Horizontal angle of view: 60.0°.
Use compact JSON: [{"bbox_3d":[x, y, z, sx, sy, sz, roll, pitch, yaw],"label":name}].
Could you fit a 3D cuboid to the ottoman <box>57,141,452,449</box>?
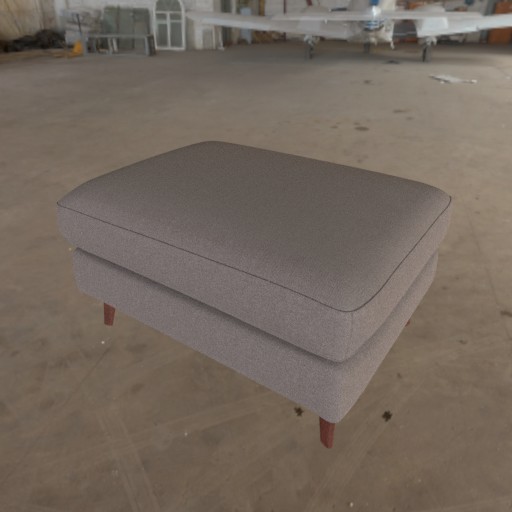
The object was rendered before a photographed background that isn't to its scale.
[{"bbox_3d":[0.000,0.000,1.148,0.811,0.449,0.608,19,35,30],"label":"ottoman"}]
